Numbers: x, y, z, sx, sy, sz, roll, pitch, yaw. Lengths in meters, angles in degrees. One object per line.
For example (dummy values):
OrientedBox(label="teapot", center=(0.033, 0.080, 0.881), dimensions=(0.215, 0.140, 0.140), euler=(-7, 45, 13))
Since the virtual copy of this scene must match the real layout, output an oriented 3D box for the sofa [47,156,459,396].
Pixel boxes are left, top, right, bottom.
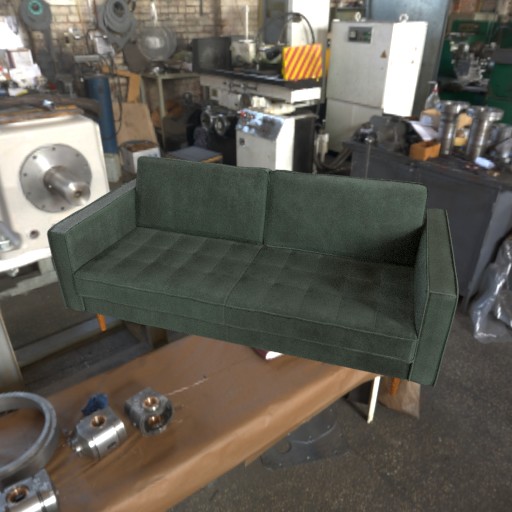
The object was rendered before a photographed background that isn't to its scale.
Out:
OrientedBox(label="sofa", center=(0.000, 0.000, 2.254), dimensions=(1.816, 0.781, 0.886), euler=(9, 30, 16))
